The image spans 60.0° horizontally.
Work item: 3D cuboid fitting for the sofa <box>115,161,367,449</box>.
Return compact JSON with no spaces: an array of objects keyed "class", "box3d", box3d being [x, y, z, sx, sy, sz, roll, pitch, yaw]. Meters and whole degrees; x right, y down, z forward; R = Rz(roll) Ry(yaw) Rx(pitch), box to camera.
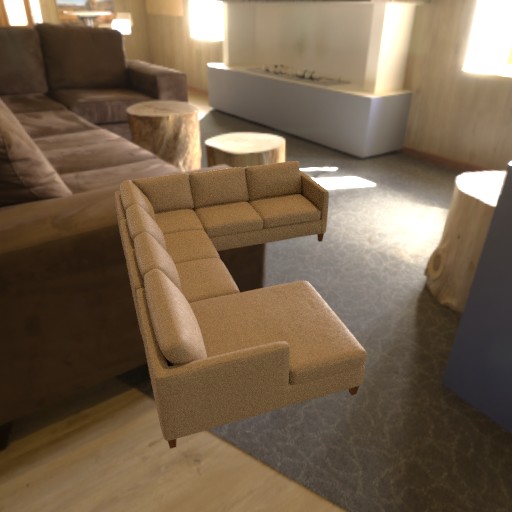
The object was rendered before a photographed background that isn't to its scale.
[{"class":"sofa","box3d":[0.000,0.000,4.585,2.551,0.889,3.403,-10,31,-17]}]
